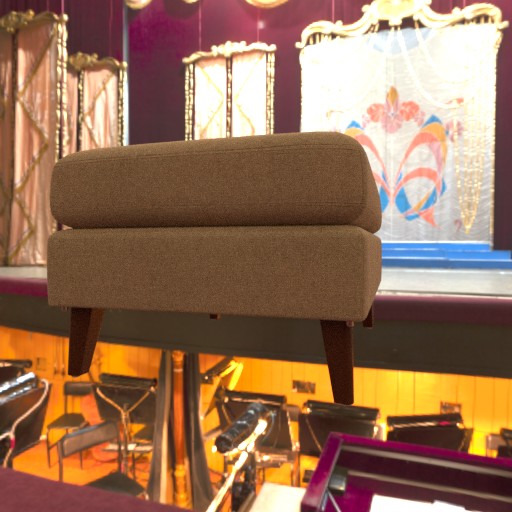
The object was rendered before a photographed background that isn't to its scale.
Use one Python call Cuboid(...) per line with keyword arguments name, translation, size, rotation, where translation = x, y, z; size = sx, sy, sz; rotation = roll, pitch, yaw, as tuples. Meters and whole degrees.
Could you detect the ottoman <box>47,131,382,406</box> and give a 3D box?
Cuboid(name="ottoman", translation=(0.000, 0.000, 1.154), size=(0.610, 0.478, 0.823), rotation=(0, 1, 17))
